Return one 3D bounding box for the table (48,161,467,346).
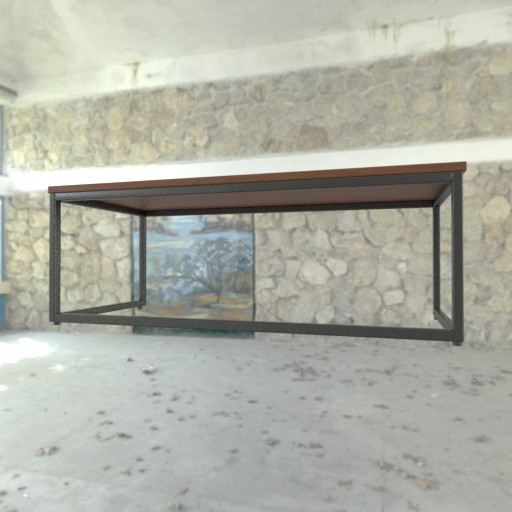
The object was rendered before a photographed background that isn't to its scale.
[{"bbox_3d":[0.000,0.000,1.349,1.100,0.400,0.500,0,-1,17],"label":"table"}]
